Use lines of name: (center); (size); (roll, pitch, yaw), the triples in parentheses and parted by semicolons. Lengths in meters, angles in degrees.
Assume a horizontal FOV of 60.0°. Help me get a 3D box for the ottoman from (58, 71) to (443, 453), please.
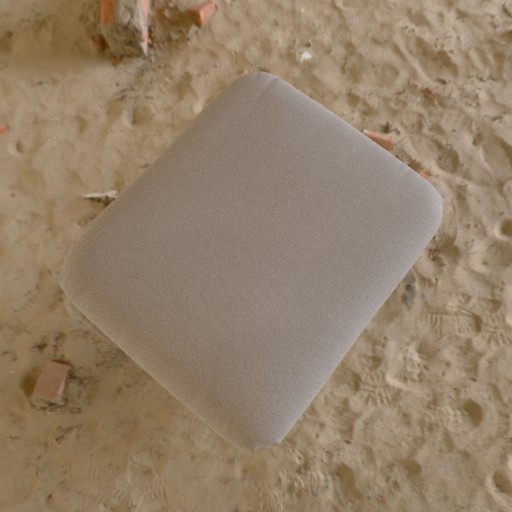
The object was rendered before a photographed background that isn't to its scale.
ottoman: (0.000, 0.000, 1.137); (0.622, 0.450, 0.746); (38, 78, 10)
